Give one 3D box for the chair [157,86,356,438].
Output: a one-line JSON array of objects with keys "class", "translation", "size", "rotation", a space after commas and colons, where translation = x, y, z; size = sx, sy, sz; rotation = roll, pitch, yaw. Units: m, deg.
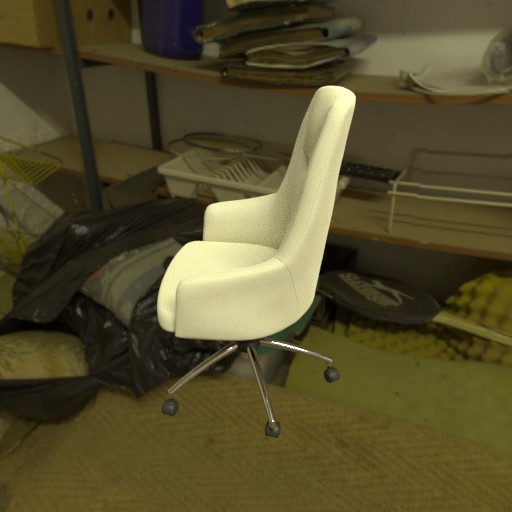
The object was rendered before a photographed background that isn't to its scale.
[{"class": "chair", "translation": [0.000, 0.000, 1.488], "size": [0.640, 1.049, 0.620], "rotation": [1, 27, 2]}]
